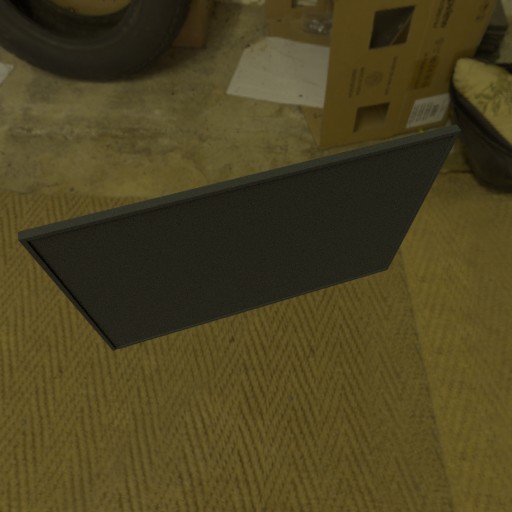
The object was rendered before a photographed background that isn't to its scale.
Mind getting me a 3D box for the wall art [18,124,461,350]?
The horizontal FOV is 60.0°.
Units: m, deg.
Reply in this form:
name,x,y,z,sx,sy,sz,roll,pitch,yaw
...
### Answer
name,x,y,z,sx,sy,sz,roll,pitch,yaw
wall art,0.000,0.000,1.492,1.190,0.805,0.028,-15,61,-9
